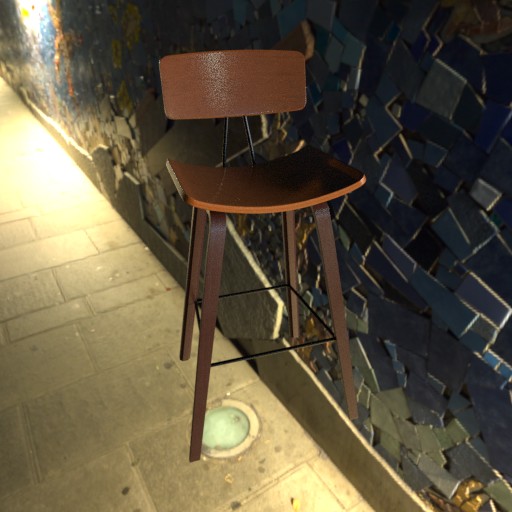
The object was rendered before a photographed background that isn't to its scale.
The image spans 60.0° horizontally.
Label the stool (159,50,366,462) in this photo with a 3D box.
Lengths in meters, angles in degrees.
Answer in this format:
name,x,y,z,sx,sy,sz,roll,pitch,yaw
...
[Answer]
name,x,y,z,sx,sy,sz,roll,pitch,yaw
stool,0.000,0.000,1.197,0.509,0.969,0.440,-9,32,-14
